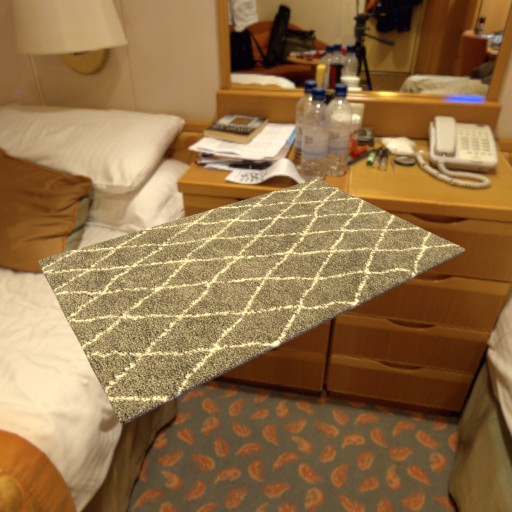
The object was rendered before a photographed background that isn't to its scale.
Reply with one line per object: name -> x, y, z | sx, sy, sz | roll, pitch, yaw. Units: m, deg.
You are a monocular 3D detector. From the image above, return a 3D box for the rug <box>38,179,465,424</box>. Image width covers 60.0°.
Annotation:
rug -> 0.000, 0.000, 2.968 | 2.438, 0.030, 1.524 | -20, 38, -29
